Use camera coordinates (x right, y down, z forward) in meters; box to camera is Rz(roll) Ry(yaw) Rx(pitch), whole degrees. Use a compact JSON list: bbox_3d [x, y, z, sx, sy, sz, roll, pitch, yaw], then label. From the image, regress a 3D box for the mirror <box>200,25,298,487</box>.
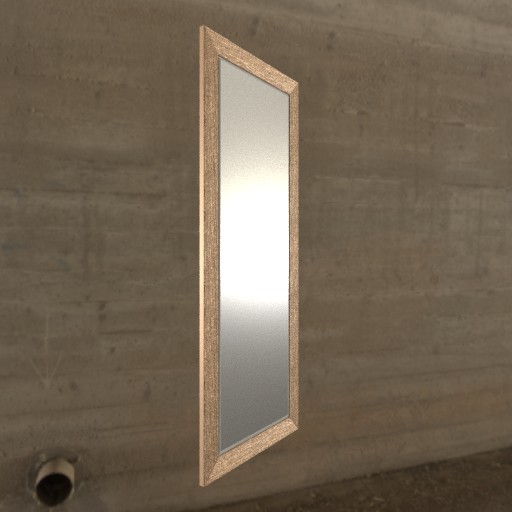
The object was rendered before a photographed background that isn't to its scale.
[{"bbox_3d":[0.000,0.000,2.285,0.026,2.031,0.812,0,0,36],"label":"mirror"}]
